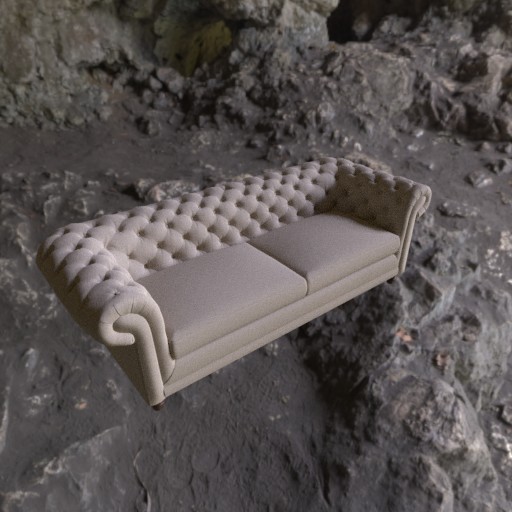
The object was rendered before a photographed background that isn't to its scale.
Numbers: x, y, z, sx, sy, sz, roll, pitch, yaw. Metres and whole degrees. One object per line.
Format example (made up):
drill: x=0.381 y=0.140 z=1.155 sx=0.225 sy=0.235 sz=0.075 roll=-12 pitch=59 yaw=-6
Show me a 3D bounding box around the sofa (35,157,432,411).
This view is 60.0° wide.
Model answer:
sofa: x=0.000 y=0.000 z=3.180 sx=2.694 sy=0.847 sz=1.076 roll=-21 pitch=36 yaw=-32
